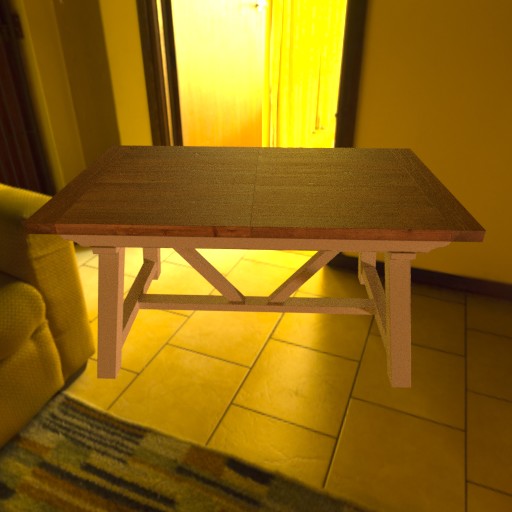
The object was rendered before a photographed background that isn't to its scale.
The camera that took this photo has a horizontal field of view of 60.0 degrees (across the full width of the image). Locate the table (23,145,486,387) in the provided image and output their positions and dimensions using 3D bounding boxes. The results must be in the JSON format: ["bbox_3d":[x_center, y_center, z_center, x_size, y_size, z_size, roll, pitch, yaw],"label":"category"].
[{"bbox_3d":[0.000,0.000,2.021,1.503,0.743,0.922,1,30,2],"label":"table"}]
